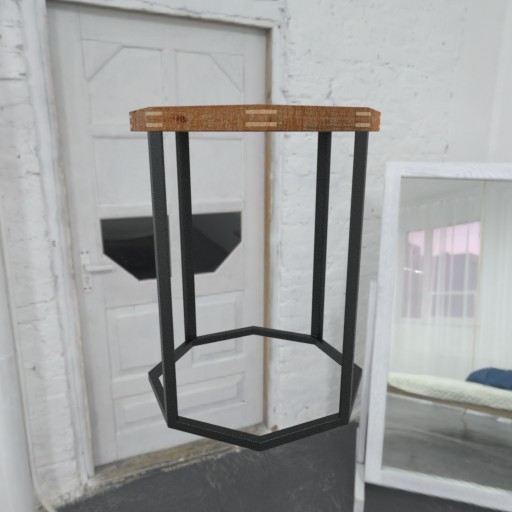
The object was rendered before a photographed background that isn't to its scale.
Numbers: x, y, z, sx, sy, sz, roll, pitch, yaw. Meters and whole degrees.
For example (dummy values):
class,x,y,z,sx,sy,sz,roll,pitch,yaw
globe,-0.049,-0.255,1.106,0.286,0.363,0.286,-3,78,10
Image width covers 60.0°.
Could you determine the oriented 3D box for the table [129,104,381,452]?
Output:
class,x,y,z,sx,sy,sz,roll,pitch,yaw
table,0.000,0.000,0.879,0.458,0.543,0.458,14,21,41
